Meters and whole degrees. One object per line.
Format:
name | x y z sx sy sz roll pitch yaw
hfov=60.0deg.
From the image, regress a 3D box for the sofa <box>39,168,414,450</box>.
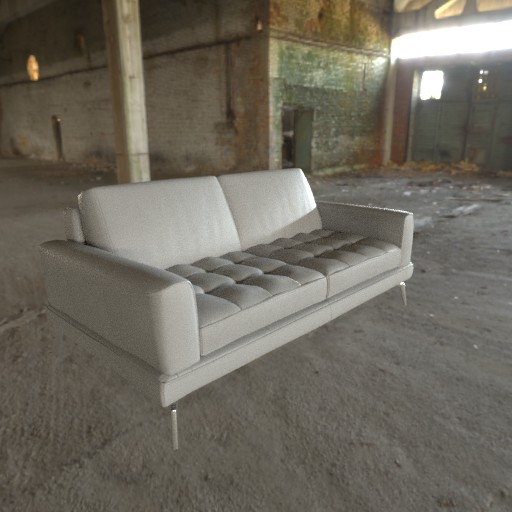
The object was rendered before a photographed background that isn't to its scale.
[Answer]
sofa | 0.000 0.000 2.694 1.121 0.930 2.177 15 21 41
